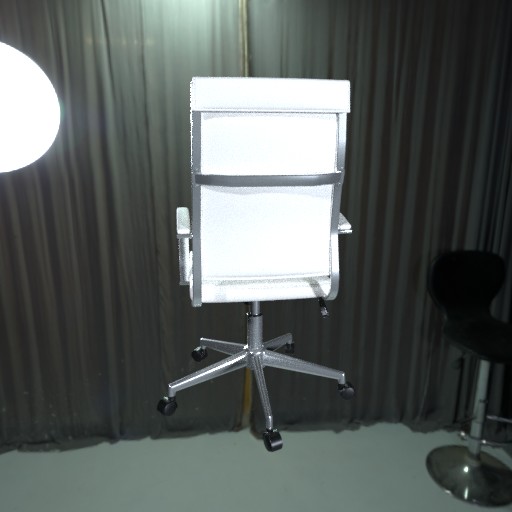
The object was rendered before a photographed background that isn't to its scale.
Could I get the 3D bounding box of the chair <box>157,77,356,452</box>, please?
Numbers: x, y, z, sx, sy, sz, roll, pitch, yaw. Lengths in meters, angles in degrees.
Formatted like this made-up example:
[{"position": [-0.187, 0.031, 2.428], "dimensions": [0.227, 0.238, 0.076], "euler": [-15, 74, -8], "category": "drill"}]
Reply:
[{"position": [0.000, 0.000, 1.645], "dimensions": [0.766, 1.149, 0.739], "euler": [-2, 14, -8], "category": "chair"}]
